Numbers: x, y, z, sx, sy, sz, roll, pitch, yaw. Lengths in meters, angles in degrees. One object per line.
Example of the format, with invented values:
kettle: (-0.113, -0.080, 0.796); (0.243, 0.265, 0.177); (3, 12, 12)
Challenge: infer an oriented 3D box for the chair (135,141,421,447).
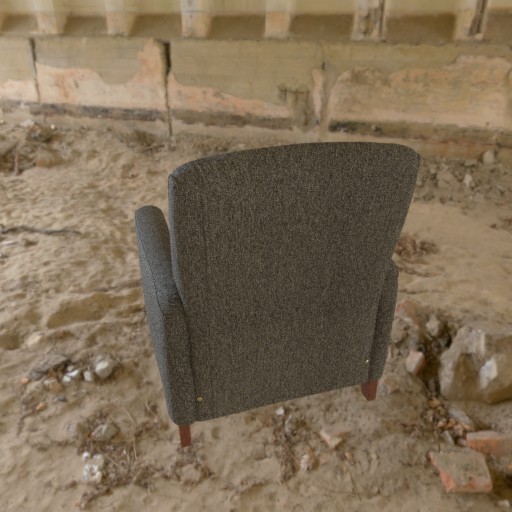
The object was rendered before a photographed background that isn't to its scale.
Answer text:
chair: (0.000, 0.000, 1.669); (0.848, 1.014, 0.864); (-8, 28, -15)
